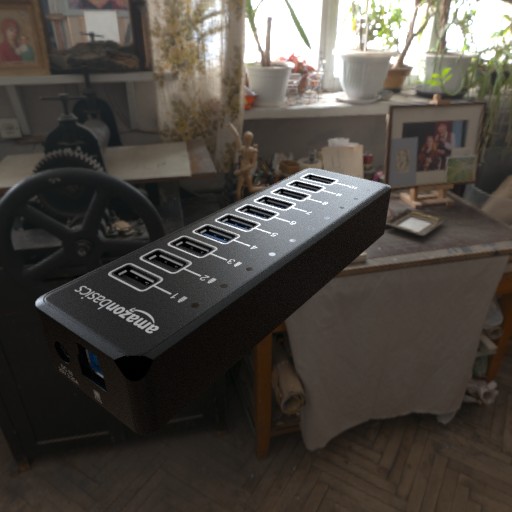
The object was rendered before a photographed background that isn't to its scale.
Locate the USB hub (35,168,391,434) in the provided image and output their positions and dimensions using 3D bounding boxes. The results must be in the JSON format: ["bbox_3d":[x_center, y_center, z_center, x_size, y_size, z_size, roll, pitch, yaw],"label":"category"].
[{"bbox_3d":[0.000,0.000,0.163,0.044,0.023,0.145,21,35,32],"label":"USB hub"}]
